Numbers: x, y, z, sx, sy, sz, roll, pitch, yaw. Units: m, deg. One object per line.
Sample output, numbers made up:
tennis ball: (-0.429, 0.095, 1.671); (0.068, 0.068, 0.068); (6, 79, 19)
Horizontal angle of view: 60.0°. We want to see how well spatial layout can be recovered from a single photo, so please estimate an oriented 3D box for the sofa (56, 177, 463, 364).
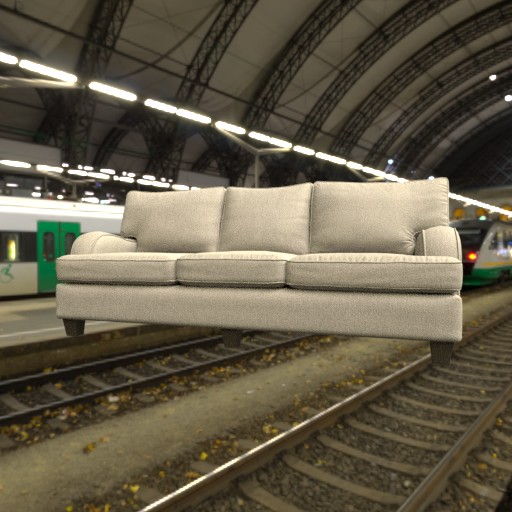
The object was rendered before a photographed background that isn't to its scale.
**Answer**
sofa: (0.000, 0.000, 2.819); (2.323, 0.991, 1.016); (0, 1, 19)
